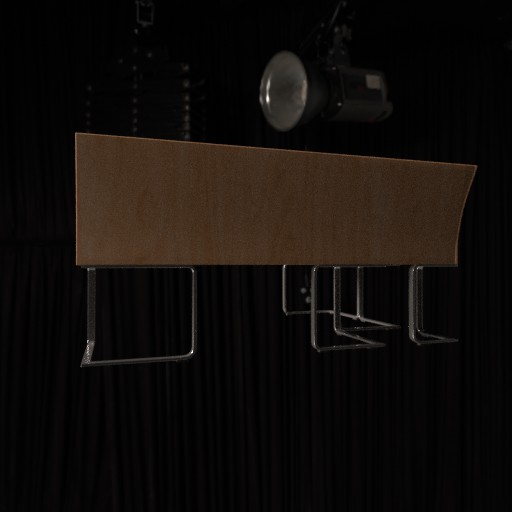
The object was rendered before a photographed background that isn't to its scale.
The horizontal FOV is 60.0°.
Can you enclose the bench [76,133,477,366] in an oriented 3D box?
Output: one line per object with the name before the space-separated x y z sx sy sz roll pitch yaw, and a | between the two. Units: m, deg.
bench | 0.000 0.000 2.717 1.945 0.930 1.495 0 -1 -18
